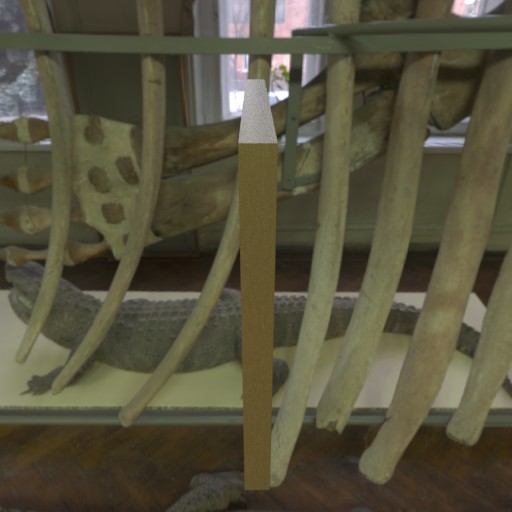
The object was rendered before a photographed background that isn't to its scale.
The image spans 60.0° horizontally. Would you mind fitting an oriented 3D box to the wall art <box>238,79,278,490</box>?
[{"bbox_3d":[0.000,0.000,0.758,0.037,0.509,0.510,0,28,0],"label":"wall art"}]
